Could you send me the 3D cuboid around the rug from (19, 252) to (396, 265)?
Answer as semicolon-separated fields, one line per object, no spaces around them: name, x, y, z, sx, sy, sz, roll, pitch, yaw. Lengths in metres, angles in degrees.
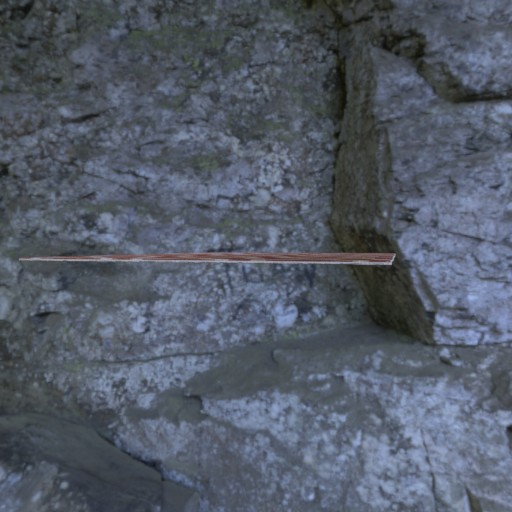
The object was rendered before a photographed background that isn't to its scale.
rug;0.000;0.000;4.128;2.466;0.021;3.049;0;1;18
